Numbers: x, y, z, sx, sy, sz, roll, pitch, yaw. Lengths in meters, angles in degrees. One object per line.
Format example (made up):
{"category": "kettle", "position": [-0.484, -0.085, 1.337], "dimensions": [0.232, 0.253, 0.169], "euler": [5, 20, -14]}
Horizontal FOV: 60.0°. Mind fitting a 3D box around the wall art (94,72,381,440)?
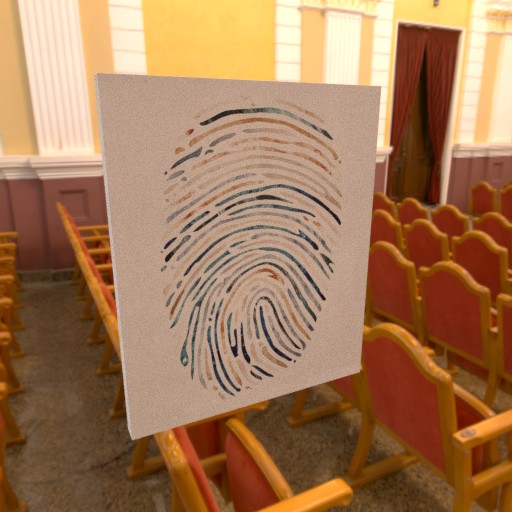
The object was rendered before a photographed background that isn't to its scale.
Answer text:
{"category": "wall art", "position": [0.000, 0.000, 0.823], "dimensions": [0.508, 0.606, 0.037], "euler": [-8, 18, -25]}
